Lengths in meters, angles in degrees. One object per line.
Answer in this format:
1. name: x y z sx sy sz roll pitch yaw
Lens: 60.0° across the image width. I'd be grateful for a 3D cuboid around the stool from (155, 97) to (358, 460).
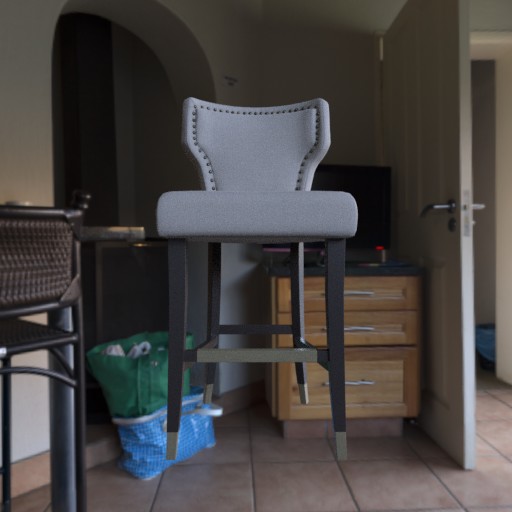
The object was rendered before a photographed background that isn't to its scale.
1. stool: 0.000 0.000 1.397 0.526 1.092 0.563 0 1 0
